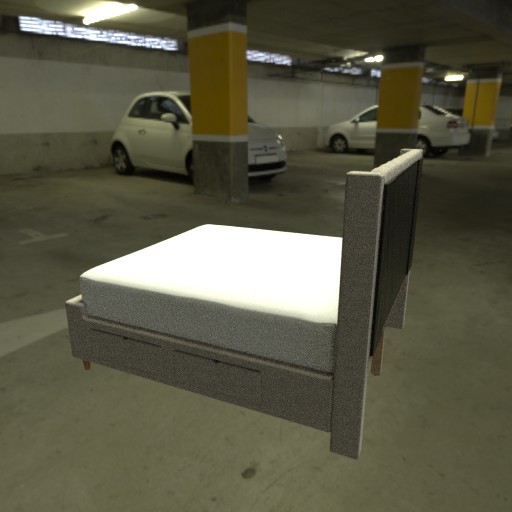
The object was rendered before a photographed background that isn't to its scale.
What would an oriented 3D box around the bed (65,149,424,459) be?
[{"bbox_3d":[0.000,0.000,3.803,2.372,1.748,2.044,8,19,24],"label":"bed"}]
